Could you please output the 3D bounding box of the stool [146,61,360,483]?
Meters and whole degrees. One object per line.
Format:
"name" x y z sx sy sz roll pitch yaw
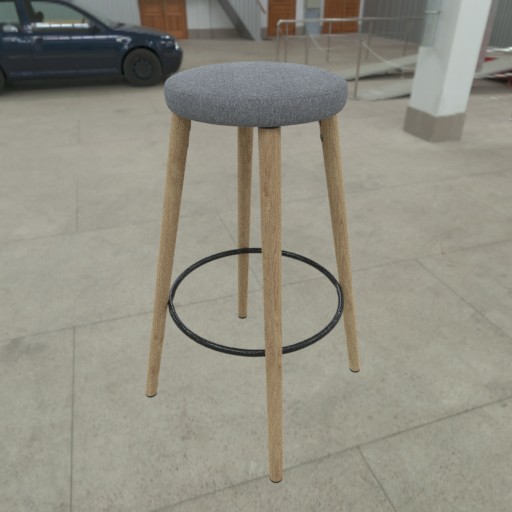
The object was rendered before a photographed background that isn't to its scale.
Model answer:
"stool" 0.000 0.000 0.964 0.410 0.770 0.410 21 37 30
